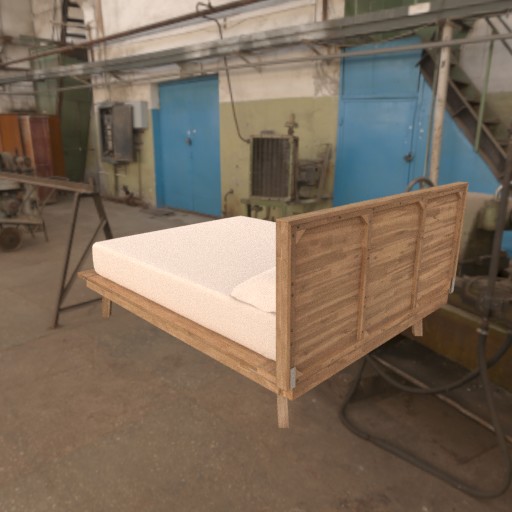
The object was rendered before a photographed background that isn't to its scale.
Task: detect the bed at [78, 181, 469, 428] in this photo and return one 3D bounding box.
[{"bbox_3d":[0.000,0.000,3.146,1.759,1.071,2.145,-15,22,-42],"label":"bed"}]
